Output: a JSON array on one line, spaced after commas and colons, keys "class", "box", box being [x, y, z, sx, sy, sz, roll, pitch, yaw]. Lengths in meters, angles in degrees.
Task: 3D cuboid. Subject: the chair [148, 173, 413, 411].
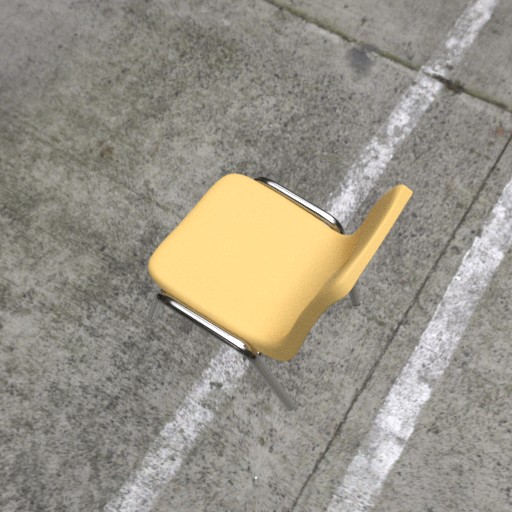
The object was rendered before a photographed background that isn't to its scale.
[{"class": "chair", "box": [0.000, 0.000, 0.866, 0.423, 0.586, 0.354, 32, 68, 15]}]
